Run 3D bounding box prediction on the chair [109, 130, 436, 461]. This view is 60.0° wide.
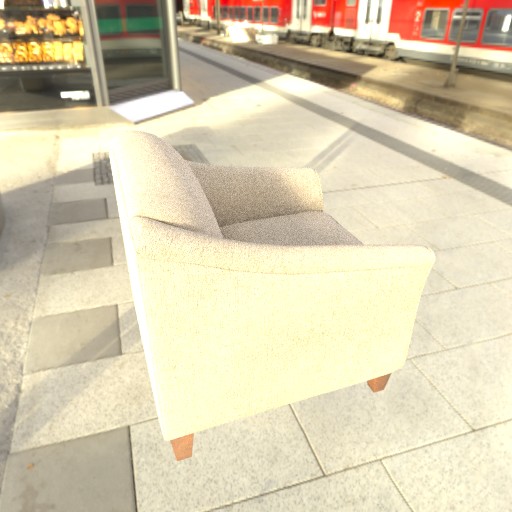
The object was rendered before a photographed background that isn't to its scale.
[{"bbox_3d":[0.000,0.000,1.443,0.787,0.839,0.763,-10,31,-17],"label":"chair"}]
